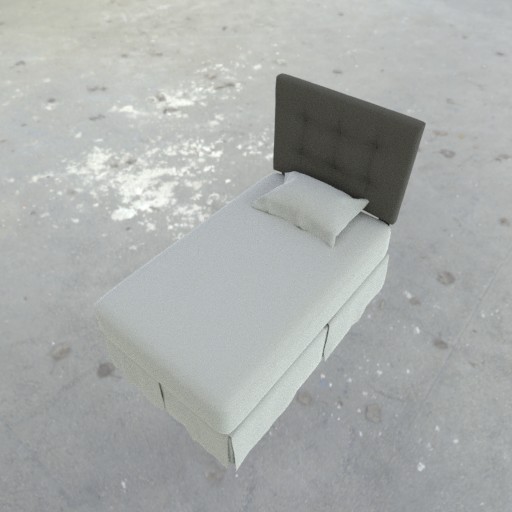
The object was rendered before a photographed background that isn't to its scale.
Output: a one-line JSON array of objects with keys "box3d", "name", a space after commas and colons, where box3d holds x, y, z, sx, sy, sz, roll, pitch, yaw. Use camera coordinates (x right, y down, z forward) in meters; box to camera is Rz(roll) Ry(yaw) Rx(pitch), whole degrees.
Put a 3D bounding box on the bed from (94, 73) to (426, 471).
[{"box3d": [0.000, 0.000, 3.029, 1.261, 1.571, 1.997, 31, 53, 26], "name": "bed"}]
